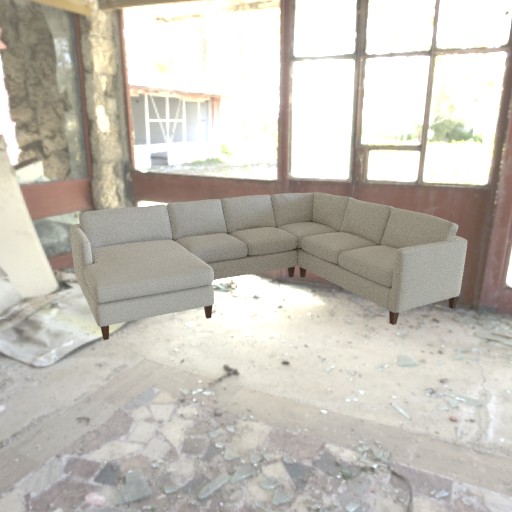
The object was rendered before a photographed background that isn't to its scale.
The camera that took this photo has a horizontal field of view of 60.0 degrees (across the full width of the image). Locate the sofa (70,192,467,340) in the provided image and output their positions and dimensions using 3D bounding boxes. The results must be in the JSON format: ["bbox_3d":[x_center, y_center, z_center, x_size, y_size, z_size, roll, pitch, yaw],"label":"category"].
[{"bbox_3d":[0.000,0.000,4.761,3.459,0.956,2.593,-8,18,-27],"label":"sofa"}]
